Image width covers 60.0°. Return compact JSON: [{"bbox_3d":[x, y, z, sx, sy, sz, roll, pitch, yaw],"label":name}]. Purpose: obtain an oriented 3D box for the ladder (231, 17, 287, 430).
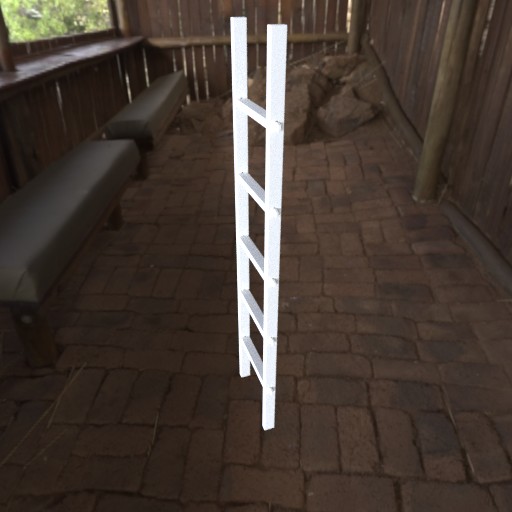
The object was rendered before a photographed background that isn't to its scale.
[{"bbox_3d":[0.000,0.000,1.912,0.051,1.797,0.452,-11,33,-17],"label":"ladder"}]
